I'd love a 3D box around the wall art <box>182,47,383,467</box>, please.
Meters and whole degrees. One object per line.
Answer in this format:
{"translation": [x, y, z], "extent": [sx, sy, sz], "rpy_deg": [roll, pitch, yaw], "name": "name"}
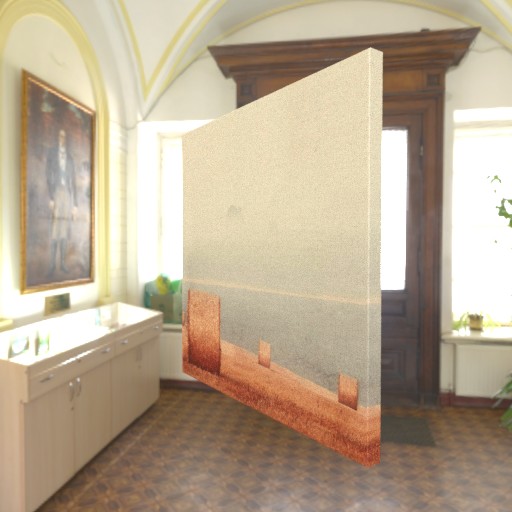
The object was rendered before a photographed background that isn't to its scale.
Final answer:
{"translation": [0.000, 0.000, 0.598], "extent": [0.023, 0.405, 0.405], "rpy_deg": [-1, 1, -36], "name": "wall art"}
